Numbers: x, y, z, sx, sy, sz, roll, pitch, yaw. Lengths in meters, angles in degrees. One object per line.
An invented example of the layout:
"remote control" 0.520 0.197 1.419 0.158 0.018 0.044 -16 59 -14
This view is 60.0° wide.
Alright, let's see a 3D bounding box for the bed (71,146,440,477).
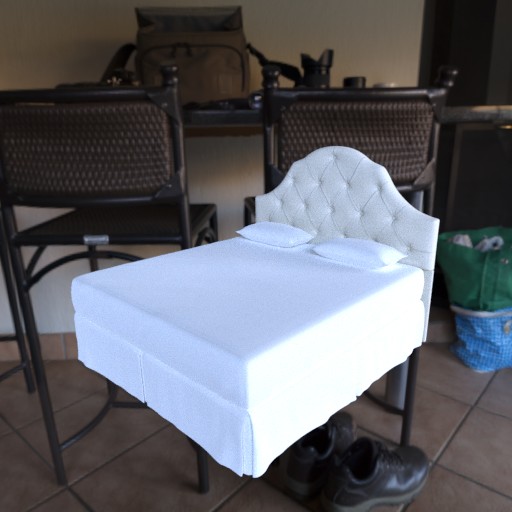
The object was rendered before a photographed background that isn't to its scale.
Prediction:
"bed" 0.000 0.000 3.472 2.008 1.615 2.214 14 21 41
